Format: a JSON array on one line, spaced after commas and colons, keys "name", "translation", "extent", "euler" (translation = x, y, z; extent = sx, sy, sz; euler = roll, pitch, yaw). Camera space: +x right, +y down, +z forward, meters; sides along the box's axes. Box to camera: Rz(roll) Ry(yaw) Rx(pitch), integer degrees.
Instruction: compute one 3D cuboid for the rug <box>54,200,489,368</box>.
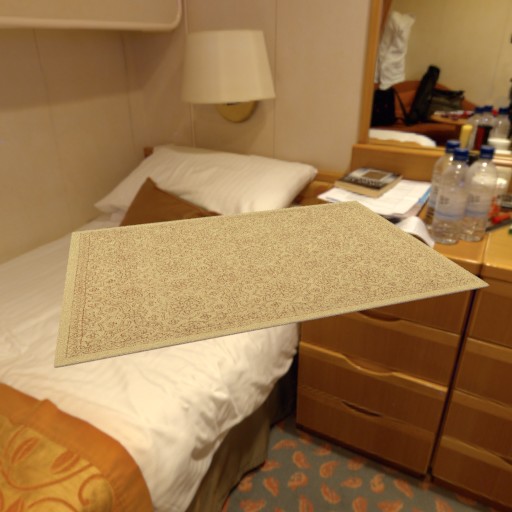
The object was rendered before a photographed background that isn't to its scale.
[{"name": "rug", "translation": [0.000, 0.000, 2.271], "extent": [1.829, 0.010, 1.219], "euler": [-8, 27, -16]}]
